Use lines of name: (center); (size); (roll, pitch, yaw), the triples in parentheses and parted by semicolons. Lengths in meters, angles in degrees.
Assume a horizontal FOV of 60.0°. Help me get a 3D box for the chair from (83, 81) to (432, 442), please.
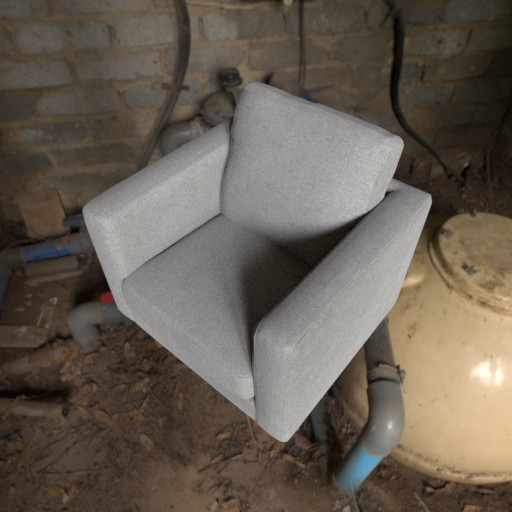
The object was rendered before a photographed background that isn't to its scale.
chair: (0.000, 0.000, 1.573); (0.855, 0.927, 0.800); (31, 54, 27)
